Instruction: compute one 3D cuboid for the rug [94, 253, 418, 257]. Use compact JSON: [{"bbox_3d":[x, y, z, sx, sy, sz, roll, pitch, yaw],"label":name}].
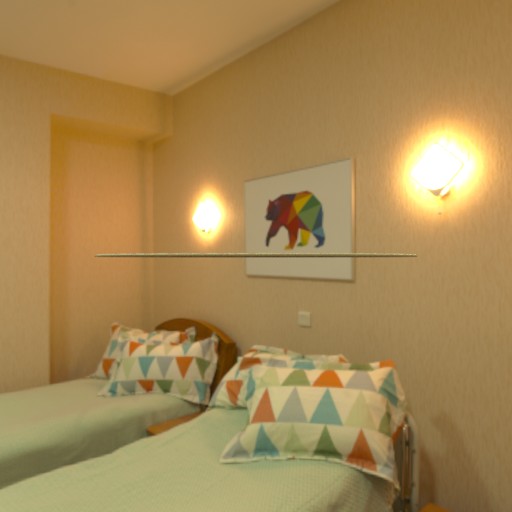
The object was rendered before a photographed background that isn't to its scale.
[{"bbox_3d":[0.000,0.000,2.325,1.593,0.012,1.593,0,0,0],"label":"rug"}]
